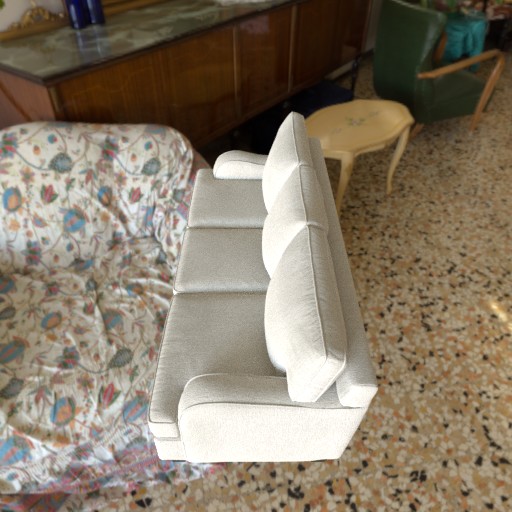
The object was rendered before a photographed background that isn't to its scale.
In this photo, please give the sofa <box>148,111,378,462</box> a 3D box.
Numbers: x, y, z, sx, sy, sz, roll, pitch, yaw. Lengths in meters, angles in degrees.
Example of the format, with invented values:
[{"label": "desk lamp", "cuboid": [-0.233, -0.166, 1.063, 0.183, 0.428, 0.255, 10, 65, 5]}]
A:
[{"label": "sofa", "cuboid": [0.000, 0.000, 2.852, 1.016, 0.991, 2.323, 0, 41, 0]}]
